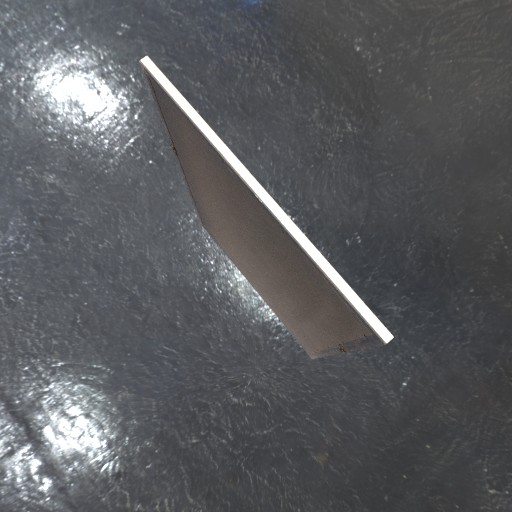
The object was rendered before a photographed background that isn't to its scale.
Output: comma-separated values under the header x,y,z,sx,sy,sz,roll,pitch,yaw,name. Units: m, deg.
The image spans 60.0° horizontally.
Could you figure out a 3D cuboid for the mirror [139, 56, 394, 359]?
x,y,z,sx,sy,sz,roll,pitch,yaw,name
0.000,0.000,1.285,0.025,0.996,0.705,-38,79,-9,mirror
